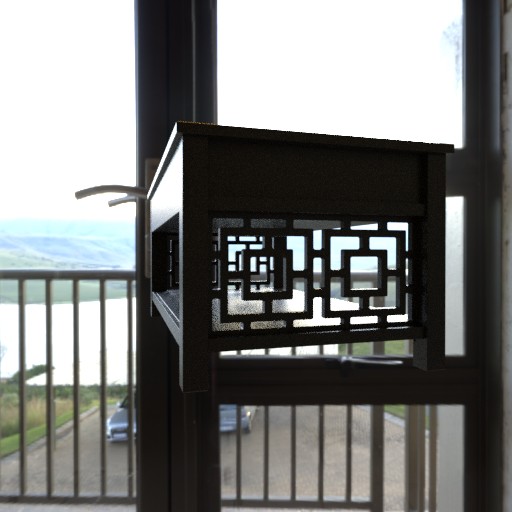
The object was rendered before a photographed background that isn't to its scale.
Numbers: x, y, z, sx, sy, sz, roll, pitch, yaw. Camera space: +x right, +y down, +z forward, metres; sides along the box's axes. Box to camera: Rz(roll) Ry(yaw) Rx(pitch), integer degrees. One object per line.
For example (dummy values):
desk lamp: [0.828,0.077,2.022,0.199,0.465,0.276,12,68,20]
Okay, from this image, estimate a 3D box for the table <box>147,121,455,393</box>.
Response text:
table: [0.000,0.000,1.394,0.612,0.493,1.068,0,0,-16]
